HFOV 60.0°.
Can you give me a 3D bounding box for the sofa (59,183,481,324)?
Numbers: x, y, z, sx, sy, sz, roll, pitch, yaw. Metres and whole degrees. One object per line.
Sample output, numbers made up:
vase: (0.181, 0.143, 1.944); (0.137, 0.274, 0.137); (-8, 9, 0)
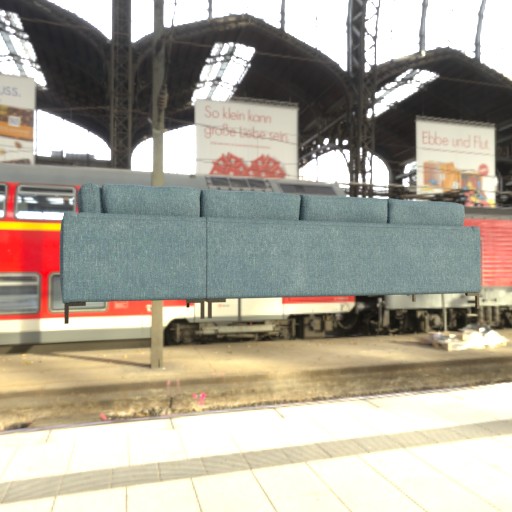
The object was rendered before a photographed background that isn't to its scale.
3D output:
sofa: (0.000, 0.000, 3.806); (2.949, 0.815, 2.007); (0, -1, -18)
